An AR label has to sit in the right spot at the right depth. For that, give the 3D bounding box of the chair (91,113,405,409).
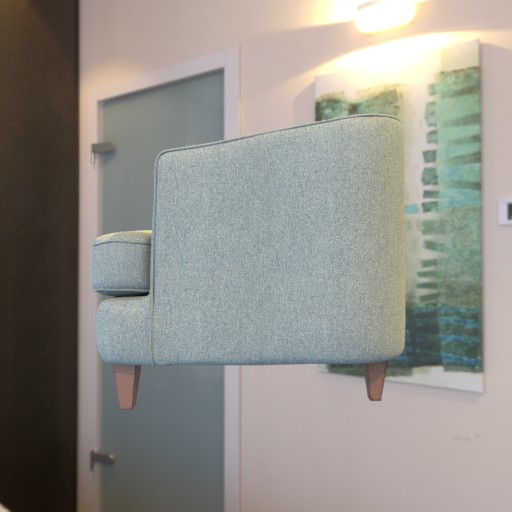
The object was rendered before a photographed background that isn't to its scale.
[{"bbox_3d":[0.000,0.000,1.704,0.945,0.852,1.094,0,-1,1],"label":"chair"}]
